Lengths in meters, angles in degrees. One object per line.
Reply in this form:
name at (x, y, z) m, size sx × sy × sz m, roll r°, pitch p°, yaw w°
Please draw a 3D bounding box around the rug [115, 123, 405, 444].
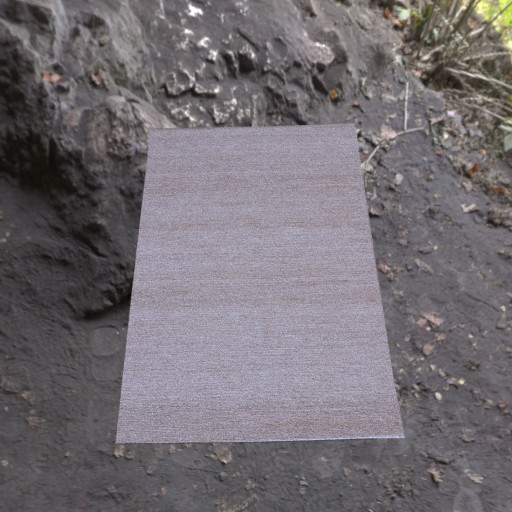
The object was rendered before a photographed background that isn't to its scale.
rug at (0.000, 0.000, 2.939) m, size 1.596 × 0.030 × 2.283 m, roll -1°, pitch 64°, yaw 0°
